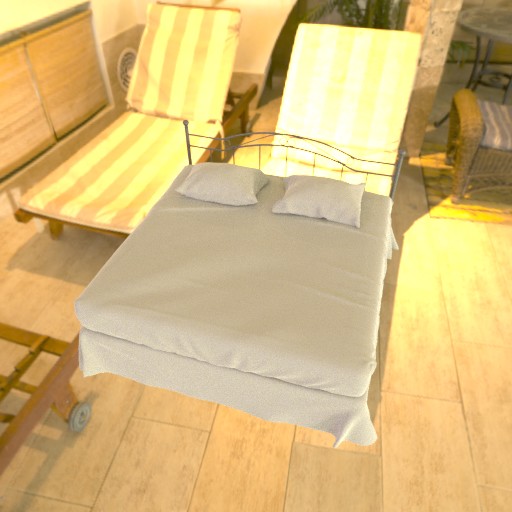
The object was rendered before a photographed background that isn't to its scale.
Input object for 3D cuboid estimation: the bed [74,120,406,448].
[{"bbox_3d":[0.000,0.000,3.524,2.309,1.080,2.220,11,43,12],"label":"bed"}]
